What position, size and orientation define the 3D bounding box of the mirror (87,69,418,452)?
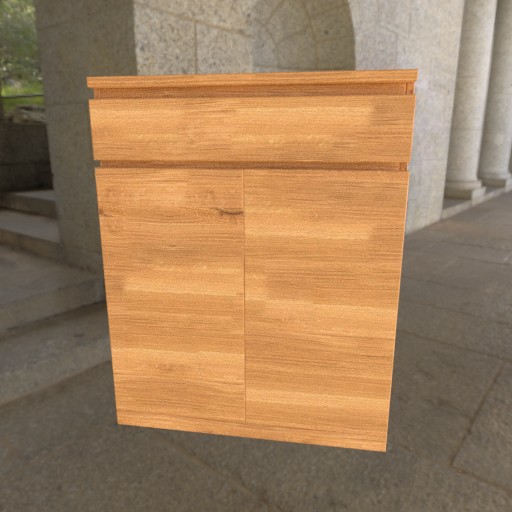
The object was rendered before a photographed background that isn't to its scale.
[{"bbox_3d":[0.000,0.000,1.368,0.800,1.000,0.400,2,15,9],"label":"mirror"}]
